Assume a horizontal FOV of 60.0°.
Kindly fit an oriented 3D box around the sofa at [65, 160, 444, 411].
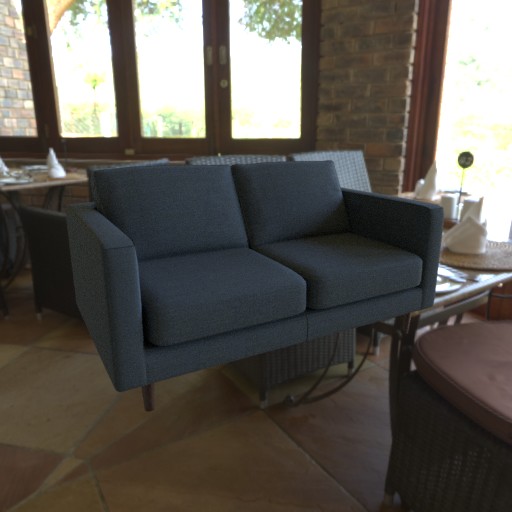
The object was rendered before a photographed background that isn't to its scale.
[{"bbox_3d":[0.000,0.000,2.279,1.659,0.907,0.999,-9,18,-28],"label":"sofa"}]
